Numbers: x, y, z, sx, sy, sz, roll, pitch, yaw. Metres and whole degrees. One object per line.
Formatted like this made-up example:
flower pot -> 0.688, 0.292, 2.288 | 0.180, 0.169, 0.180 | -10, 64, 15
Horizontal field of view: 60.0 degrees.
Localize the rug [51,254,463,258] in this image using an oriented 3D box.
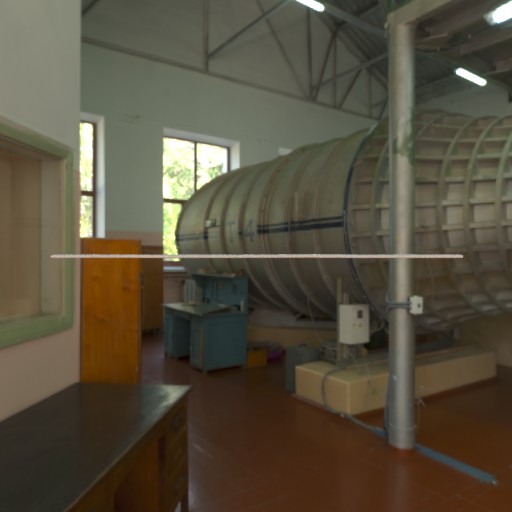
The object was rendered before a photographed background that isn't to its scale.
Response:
rug -> 0.000, 0.000, 0.905 | 0.548, 0.006, 0.639 | 0, 0, 0
